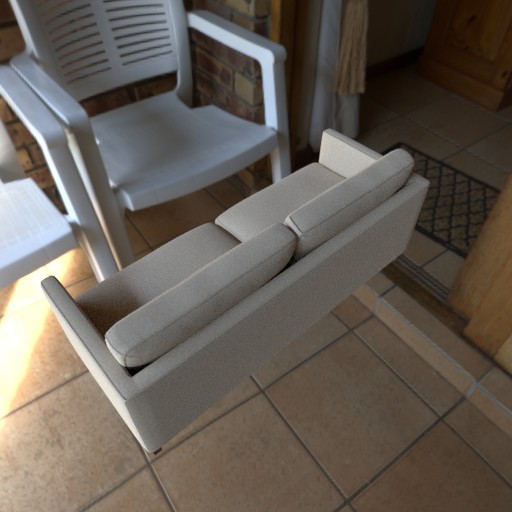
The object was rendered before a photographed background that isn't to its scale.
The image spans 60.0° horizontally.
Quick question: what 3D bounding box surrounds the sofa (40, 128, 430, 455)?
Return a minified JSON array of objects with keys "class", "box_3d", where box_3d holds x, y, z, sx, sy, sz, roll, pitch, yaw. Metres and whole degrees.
[{"class":"sofa","box_3d":[0.000,0.000,2.875,2.361,0.968,0.951,-33,55,-27]}]
